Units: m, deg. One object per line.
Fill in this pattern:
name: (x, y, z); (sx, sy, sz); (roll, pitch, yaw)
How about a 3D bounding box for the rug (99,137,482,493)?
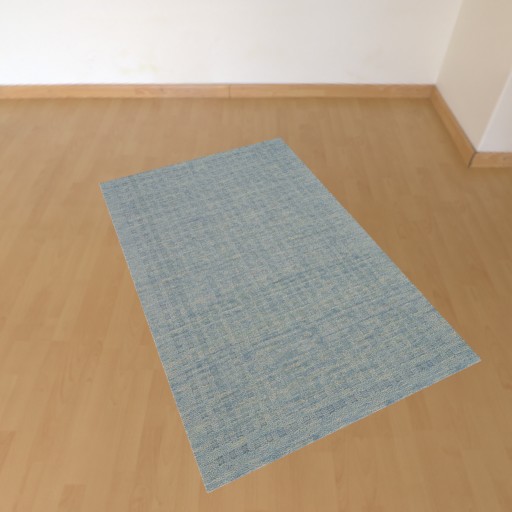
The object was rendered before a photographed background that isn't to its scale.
rug: (0.000, 0.000, 2.119); (1.142, 0.006, 1.752); (-18, 50, -17)
